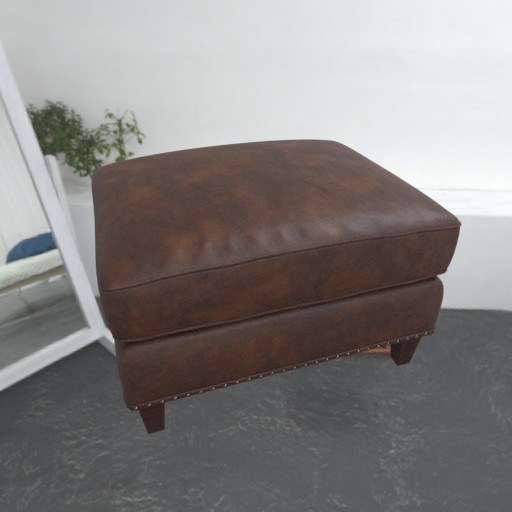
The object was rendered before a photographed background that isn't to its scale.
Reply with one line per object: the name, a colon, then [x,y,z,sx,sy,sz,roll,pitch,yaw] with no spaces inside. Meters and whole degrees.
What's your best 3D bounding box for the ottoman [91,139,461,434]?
ottoman: [0.000,0.000,1.140,0.742,0.486,0.586,-10,33,-16]
